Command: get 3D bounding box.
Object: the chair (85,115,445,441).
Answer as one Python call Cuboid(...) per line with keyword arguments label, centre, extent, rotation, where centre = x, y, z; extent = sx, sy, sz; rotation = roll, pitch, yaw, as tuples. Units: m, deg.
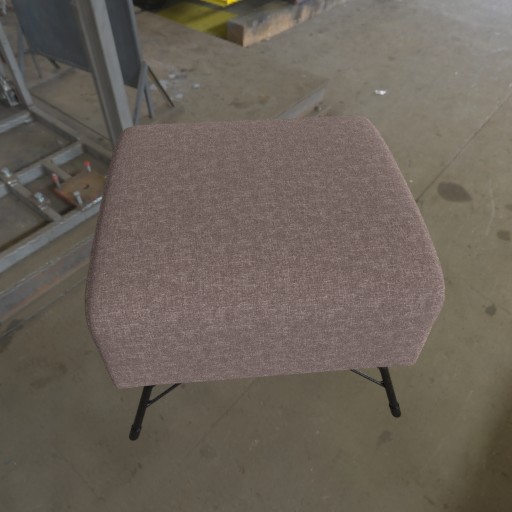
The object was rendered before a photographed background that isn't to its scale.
Cuboid(label="chair", centre=(0.000, 0.000, 0.878), extent=(0.530, 0.410, 0.530), rotation=(-4, 48, -3))
